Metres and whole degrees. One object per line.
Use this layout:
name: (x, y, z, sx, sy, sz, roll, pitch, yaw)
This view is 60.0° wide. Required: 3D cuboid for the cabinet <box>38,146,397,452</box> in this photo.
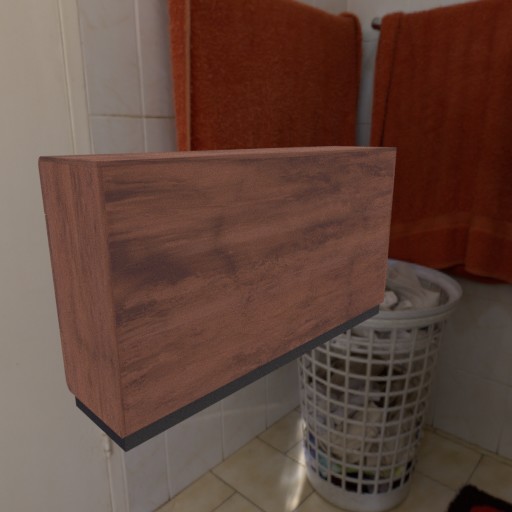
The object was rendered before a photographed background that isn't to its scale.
cabinet: (0.000, 0.000, 1.946, 0.420, 0.900, 1.600, 15, 21, 42)
